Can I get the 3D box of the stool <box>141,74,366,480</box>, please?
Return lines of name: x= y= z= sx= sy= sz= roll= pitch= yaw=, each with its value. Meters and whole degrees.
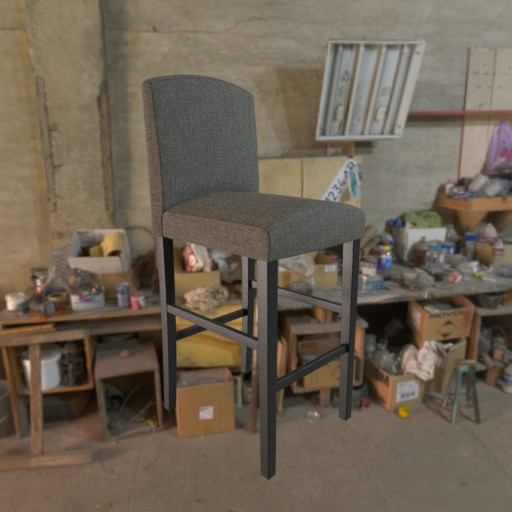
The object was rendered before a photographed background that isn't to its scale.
stool: x=0.000 y=0.000 z=1.424 sx=0.552 sy=1.138 sz=0.451 roll=13 pitch=18 yaw=43
